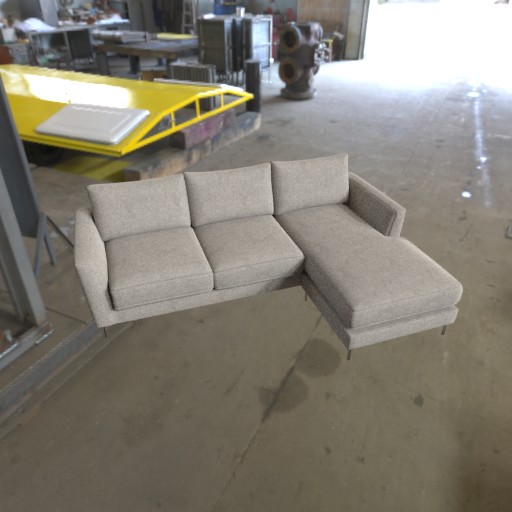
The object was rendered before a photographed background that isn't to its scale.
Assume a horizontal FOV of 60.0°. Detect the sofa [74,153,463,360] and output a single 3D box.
[{"bbox_3d":[0.000,0.000,3.226,2.438,0.864,1.626,-10,33,-16],"label":"sofa"}]
